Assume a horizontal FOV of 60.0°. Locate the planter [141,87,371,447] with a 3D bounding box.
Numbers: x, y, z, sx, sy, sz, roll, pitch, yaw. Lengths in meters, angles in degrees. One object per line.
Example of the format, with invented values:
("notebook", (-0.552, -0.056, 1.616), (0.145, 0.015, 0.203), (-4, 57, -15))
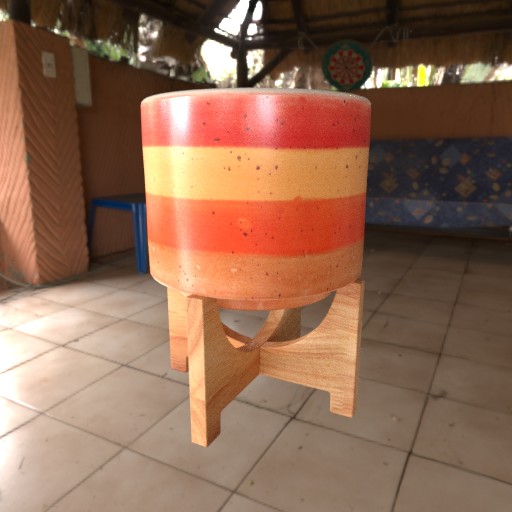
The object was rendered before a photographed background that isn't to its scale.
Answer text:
("planter", (0.000, 0.000, 0.408), (0.199, 0.268, 0.199), (0, 13, 0))
